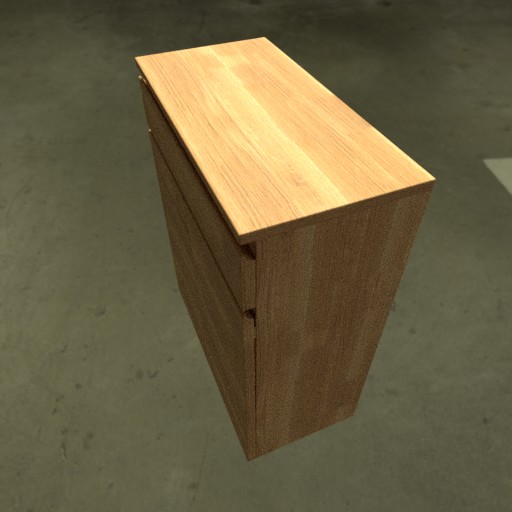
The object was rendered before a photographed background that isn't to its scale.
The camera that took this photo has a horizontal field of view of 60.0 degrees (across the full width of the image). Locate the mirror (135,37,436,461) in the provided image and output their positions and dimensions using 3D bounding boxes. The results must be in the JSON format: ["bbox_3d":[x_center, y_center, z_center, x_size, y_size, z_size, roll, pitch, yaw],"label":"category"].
[{"bbox_3d":[0.000,0.000,1.395,0.400,1.000,0.800,-17,48,-16],"label":"mirror"}]
